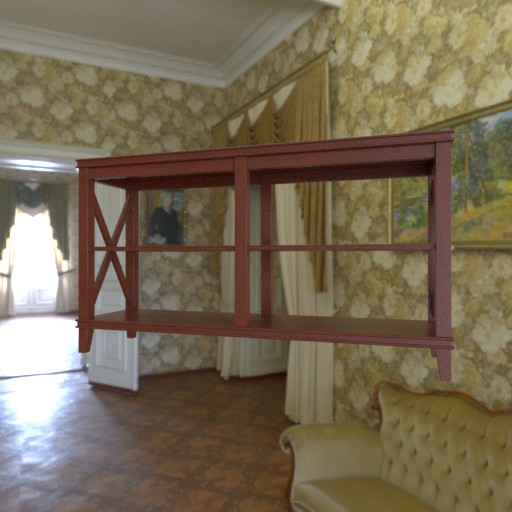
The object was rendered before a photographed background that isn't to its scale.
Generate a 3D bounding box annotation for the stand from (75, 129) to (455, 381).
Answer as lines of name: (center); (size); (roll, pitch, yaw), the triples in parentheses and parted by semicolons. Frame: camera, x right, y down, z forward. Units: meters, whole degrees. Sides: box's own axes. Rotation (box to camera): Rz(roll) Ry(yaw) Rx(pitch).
stand: (0.000, 0.000, 1.717); (1.372, 0.762, 0.381); (0, 0, 17)
